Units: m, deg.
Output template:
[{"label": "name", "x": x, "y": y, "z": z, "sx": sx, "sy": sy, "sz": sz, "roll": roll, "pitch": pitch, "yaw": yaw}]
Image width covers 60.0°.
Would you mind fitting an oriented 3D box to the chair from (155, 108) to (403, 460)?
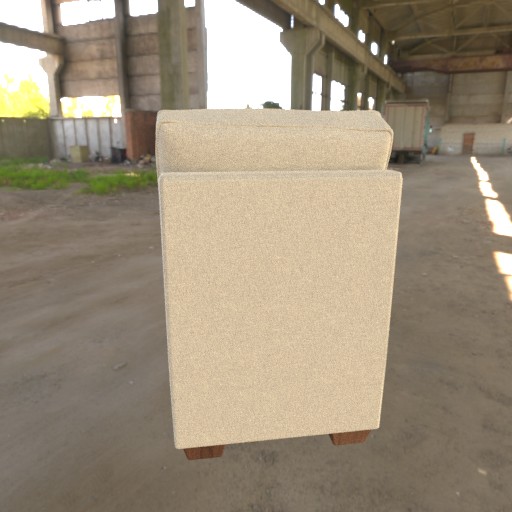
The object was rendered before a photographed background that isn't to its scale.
[{"label": "chair", "x": 0.000, "y": 0.000, "z": 1.588, "sx": 0.621, "sy": 0.970, "sz": 0.938, "roll": -2, "pitch": 15, "yaw": -8}]
